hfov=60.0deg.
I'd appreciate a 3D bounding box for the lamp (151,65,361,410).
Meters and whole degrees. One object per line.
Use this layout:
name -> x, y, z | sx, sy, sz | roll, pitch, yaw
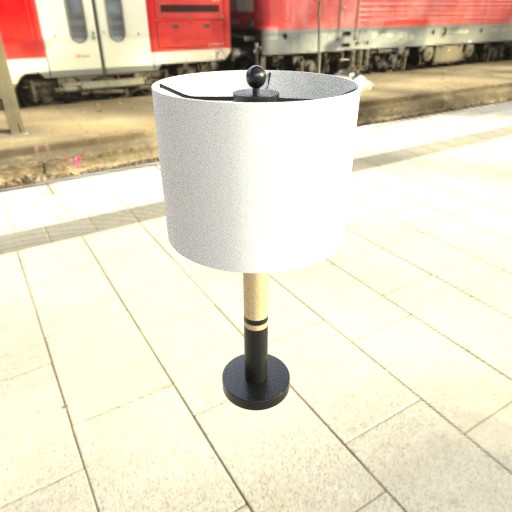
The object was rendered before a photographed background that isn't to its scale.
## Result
lamp -> 0.000, 0.000, 0.804 | 0.305, 0.640, 0.305 | -18, 34, -29
